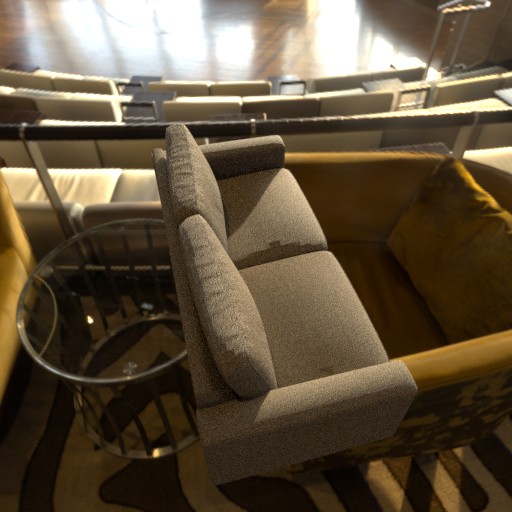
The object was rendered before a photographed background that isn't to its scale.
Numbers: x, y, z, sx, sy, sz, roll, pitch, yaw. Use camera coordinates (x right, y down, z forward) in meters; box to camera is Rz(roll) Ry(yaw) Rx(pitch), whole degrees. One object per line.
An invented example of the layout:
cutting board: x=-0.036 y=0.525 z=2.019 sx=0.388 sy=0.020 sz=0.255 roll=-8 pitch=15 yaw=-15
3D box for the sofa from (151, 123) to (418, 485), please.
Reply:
sofa: x=0.000 y=0.000 z=2.685 sx=1.016 sy=0.873 sz=2.179 roll=-11 pitch=48 yaw=-10
